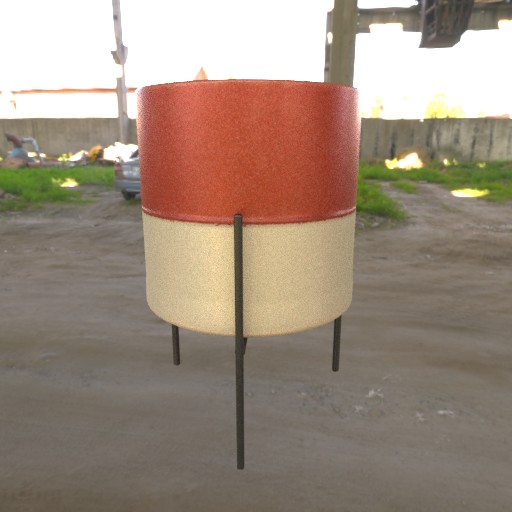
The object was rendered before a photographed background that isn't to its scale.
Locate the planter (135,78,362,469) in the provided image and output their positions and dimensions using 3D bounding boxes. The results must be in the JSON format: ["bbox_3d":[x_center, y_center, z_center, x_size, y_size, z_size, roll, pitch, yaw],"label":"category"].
[{"bbox_3d":[0.000,0.000,0.512,0.251,0.354,0.235,-7,16,-25],"label":"planter"}]
